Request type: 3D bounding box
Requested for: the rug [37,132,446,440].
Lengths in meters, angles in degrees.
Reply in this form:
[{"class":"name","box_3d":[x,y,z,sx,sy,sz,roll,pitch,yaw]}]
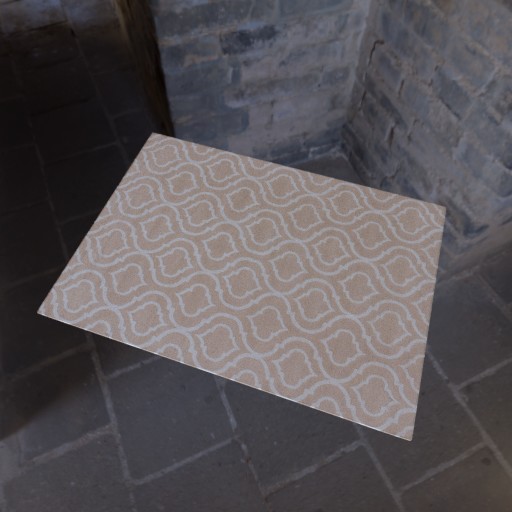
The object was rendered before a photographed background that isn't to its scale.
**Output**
[{"class":"rug","box_3d":[0.000,0.000,2.729,2.134,0.010,1.524,16,60,10]}]
